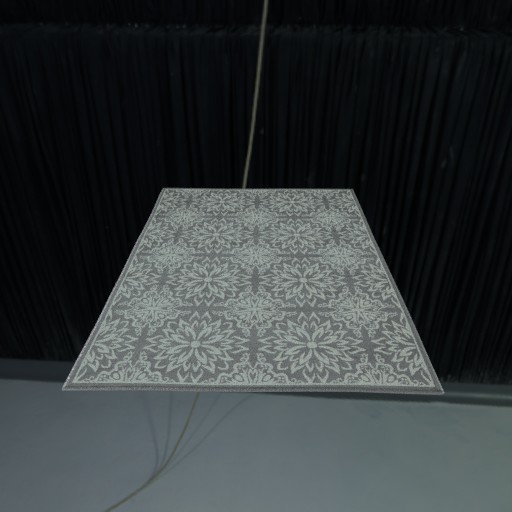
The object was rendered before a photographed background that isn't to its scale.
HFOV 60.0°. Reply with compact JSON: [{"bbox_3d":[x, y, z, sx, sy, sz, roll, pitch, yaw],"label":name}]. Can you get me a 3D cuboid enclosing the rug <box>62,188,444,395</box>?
[{"bbox_3d":[0.000,0.000,2.806,1.608,0.014,2.213,0,31,1],"label":"rug"}]
